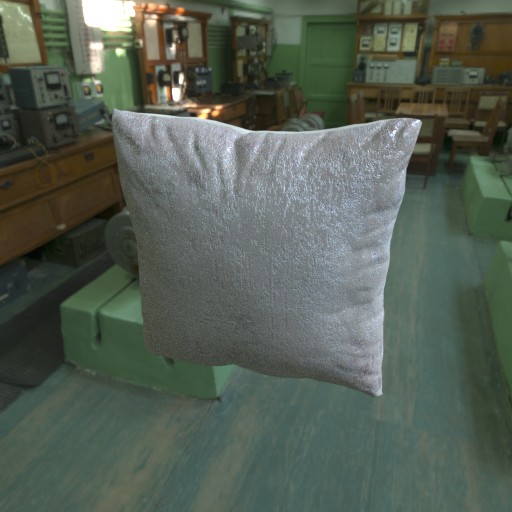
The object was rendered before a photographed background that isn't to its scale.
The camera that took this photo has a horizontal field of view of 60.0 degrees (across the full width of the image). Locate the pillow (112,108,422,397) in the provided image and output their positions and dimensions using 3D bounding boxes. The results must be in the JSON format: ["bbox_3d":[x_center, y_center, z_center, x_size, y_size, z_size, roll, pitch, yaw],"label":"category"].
[{"bbox_3d":[0.000,0.000,0.715,0.450,0.448,0.245,8,27,16],"label":"pillow"}]
